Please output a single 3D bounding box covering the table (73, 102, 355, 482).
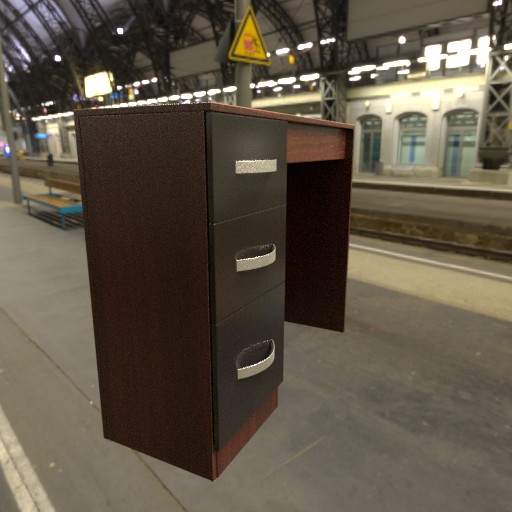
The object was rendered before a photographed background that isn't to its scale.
[{"bbox_3d":[0.000,0.000,1.336,0.380,0.790,0.930,7,15,27],"label":"table"}]
